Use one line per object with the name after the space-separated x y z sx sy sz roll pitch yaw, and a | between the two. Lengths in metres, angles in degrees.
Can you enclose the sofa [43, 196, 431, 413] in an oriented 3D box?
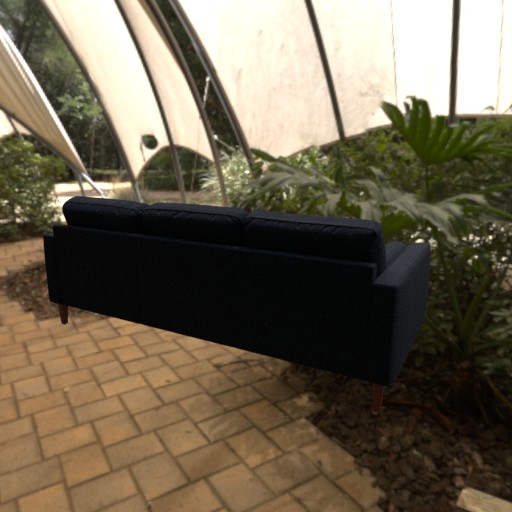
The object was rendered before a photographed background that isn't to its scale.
0.000 0.000 2.964 2.185 0.841 1.613 8 16 28 | sofa
